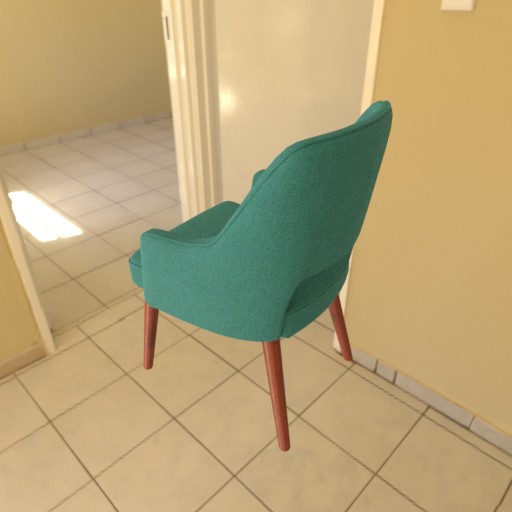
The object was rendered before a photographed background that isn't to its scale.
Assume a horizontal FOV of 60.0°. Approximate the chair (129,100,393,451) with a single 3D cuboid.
[{"bbox_3d":[0.000,0.000,1.239,0.605,0.849,0.548,20,37,29],"label":"chair"}]
